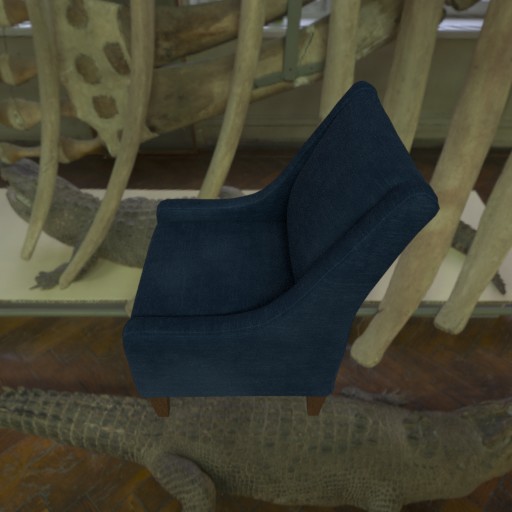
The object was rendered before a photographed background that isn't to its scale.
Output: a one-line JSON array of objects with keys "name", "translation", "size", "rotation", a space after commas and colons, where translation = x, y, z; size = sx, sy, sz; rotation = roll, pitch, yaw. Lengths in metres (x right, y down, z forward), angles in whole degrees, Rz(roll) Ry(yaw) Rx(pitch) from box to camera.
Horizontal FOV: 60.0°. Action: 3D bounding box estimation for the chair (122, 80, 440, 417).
[{"name": "chair", "translation": [0.000, 0.000, 1.624], "size": [0.870, 1.014, 0.774], "rotation": [0, 41, 0]}]
